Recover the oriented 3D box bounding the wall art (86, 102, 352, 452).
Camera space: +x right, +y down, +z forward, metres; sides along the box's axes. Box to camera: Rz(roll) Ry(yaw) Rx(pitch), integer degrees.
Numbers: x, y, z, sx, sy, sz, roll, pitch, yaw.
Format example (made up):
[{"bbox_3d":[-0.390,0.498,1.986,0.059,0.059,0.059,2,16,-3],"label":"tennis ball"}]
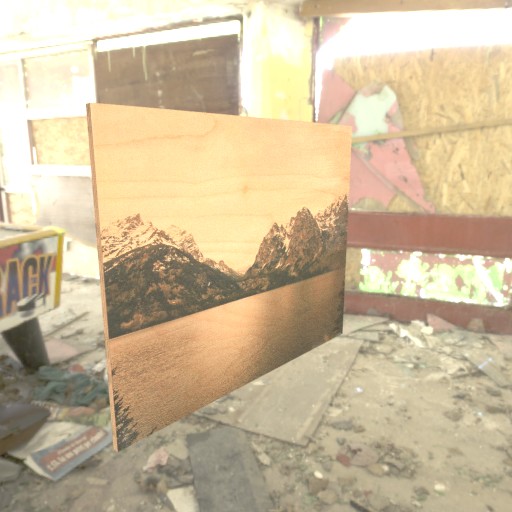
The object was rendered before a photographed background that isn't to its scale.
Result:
[{"bbox_3d":[0.000,0.000,0.683,0.010,0.408,0.508,12,17,42],"label":"wall art"}]
